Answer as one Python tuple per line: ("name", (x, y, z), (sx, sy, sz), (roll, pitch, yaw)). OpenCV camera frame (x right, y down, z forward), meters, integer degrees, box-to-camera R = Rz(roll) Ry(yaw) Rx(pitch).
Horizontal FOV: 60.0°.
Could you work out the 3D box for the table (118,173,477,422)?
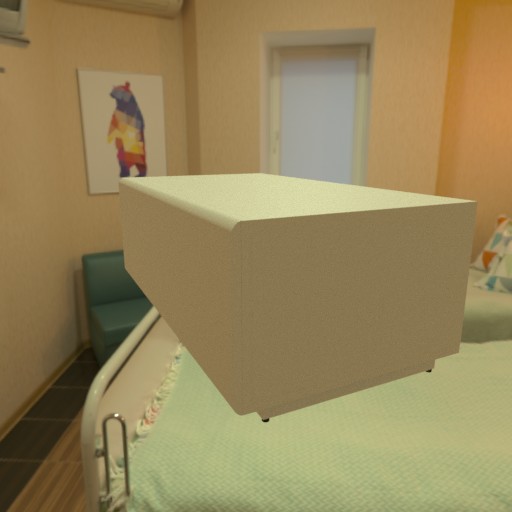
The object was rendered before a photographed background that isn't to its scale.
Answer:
("table", (0.000, 0.000, 1.417), (0.639, 0.442, 1.097), (-7, 16, -25))
